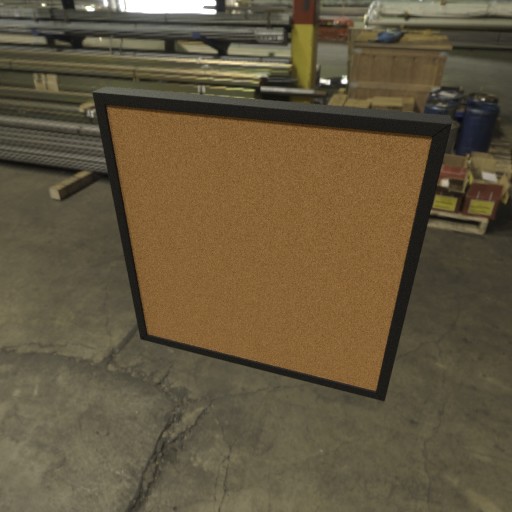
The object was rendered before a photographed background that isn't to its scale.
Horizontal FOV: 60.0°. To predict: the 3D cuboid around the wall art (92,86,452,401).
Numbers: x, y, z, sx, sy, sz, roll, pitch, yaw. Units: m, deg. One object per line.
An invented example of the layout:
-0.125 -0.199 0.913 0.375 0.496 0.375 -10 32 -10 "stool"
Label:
0.000 0.000 0.752 0.508 0.508 0.037 10 35 15 "wall art"
